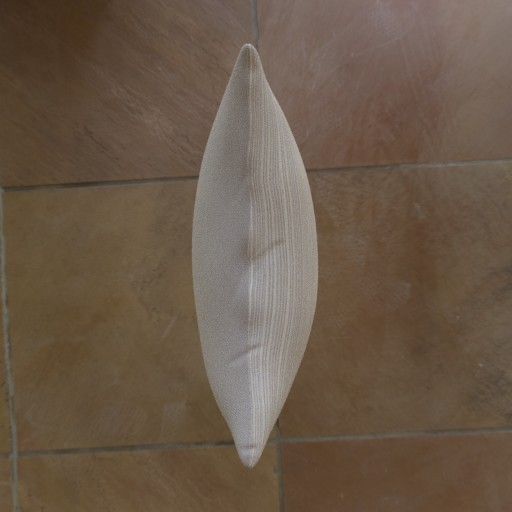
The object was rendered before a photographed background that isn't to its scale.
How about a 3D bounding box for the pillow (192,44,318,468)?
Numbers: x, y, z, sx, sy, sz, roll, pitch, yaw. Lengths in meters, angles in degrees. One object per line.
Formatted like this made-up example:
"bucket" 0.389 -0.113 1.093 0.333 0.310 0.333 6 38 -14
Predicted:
"pillow" 0.000 0.000 0.772 0.204 0.497 0.512 0 91 1
